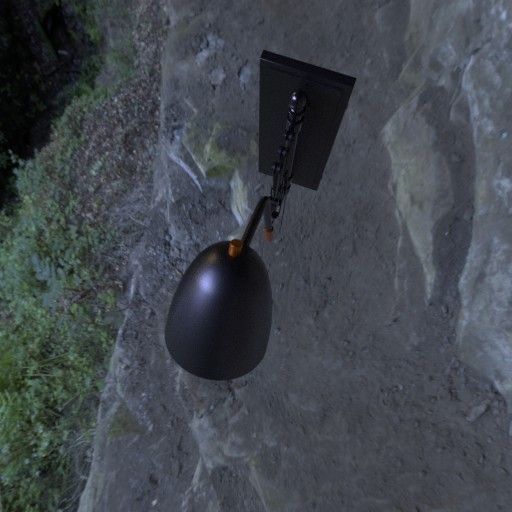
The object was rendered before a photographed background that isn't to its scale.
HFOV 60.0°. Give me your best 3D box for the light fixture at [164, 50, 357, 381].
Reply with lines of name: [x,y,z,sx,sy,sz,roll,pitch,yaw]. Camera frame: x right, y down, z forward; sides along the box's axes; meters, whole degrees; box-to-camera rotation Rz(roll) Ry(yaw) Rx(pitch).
light fixture: [0.000,0.000,0.919,0.162,0.715,0.499,19,77,5]
